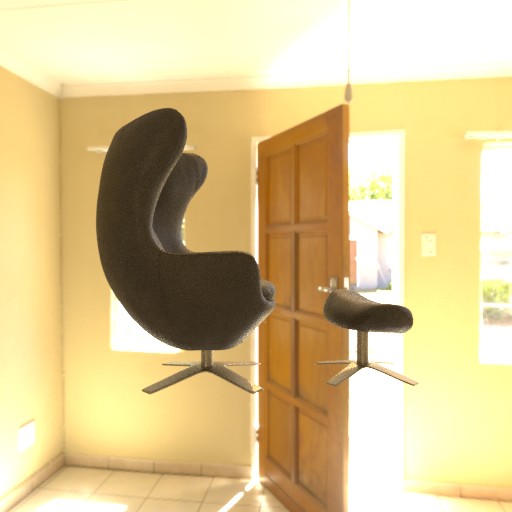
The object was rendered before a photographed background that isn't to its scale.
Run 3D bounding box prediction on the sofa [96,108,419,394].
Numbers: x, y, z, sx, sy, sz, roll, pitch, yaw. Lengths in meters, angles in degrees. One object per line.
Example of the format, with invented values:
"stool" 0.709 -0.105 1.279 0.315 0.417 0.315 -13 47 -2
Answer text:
"sofa" 0.000 0.000 2.095 1.444 1.135 0.894 0 1 -1
